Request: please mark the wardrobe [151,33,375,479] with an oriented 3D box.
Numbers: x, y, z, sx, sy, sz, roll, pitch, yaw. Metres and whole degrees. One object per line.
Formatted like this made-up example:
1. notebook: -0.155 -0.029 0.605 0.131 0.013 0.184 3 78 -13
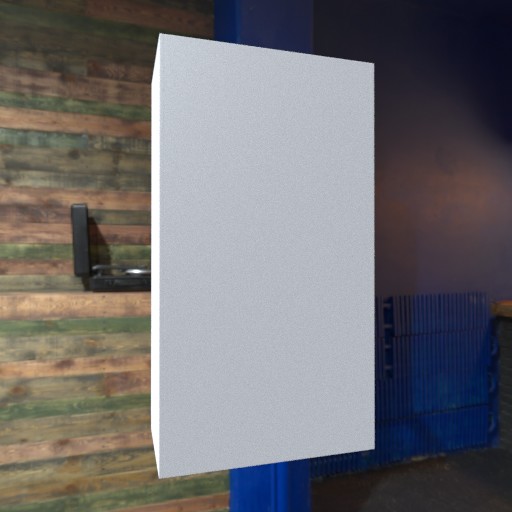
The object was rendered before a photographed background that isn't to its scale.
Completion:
1. wardrobe: 0.000 0.000 2.216 0.991 1.808 0.577 0 0 -17
